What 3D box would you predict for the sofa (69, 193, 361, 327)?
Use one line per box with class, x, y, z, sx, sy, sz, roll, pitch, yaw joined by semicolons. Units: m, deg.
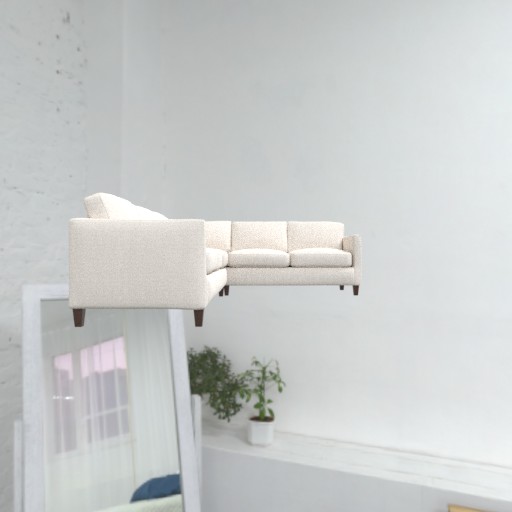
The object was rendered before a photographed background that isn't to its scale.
sofa;0.000;0.000;4.558;2.593;0.947;3.302;0;0;-1
